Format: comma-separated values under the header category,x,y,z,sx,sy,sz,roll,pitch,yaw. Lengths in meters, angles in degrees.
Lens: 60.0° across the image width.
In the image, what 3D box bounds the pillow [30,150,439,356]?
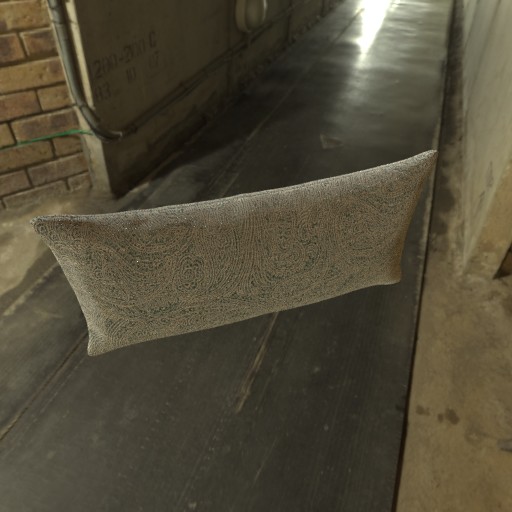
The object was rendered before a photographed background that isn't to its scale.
category,x,y,z,sx,sy,sz,roll,pitch,yaw
pillow,0.000,0.000,0.739,0.615,0.295,0.151,-12,43,-13
